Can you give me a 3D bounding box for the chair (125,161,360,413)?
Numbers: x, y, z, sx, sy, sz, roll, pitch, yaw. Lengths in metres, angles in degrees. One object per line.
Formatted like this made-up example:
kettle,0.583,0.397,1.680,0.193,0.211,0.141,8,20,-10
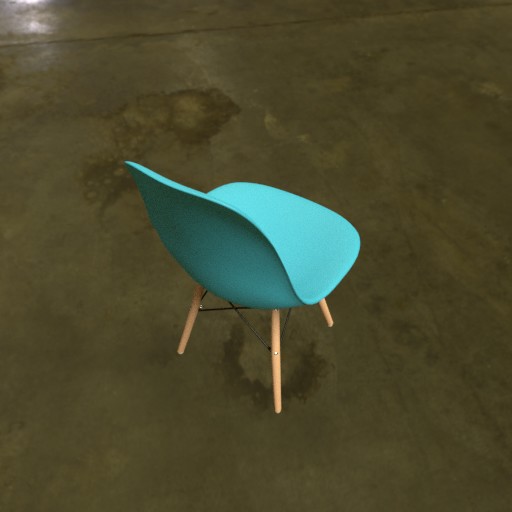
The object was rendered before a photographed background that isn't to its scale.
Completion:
chair,0.000,0.000,1.162,0.470,0.826,0.531,25,52,21
